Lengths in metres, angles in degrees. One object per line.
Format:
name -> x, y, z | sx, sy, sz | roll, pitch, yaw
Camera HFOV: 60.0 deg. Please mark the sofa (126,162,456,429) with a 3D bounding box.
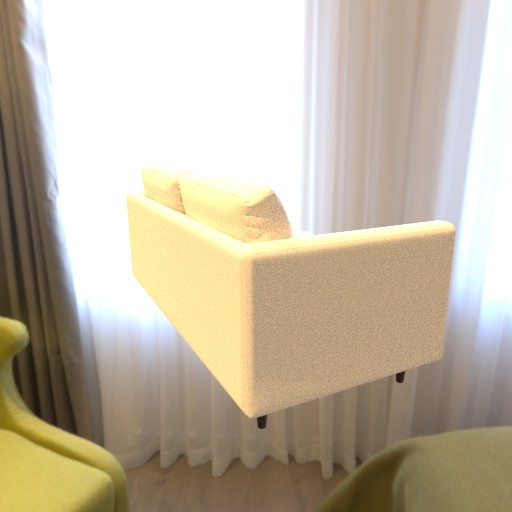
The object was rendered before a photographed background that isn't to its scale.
sofa -> 0.000, 0.000, 2.258 | 0.940, 0.893, 1.713 | -8, 17, -26
